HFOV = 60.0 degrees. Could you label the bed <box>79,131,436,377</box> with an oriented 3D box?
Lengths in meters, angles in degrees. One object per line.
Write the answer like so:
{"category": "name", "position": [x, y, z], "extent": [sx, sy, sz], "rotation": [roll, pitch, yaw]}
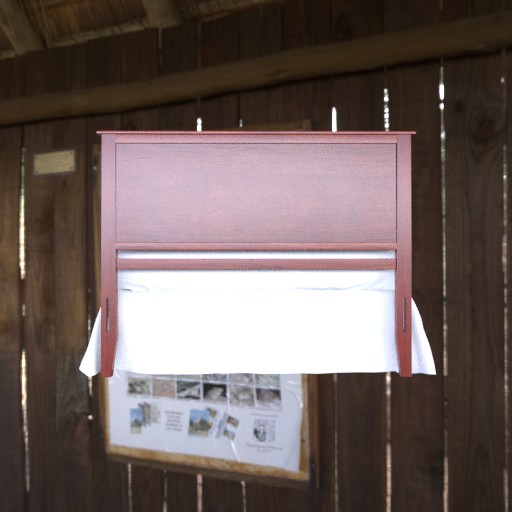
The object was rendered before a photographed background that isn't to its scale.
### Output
{"category": "bed", "position": [0.000, 0.000, 3.292], "extent": [1.870, 1.270, 2.050], "rotation": [0, -1, 0]}
